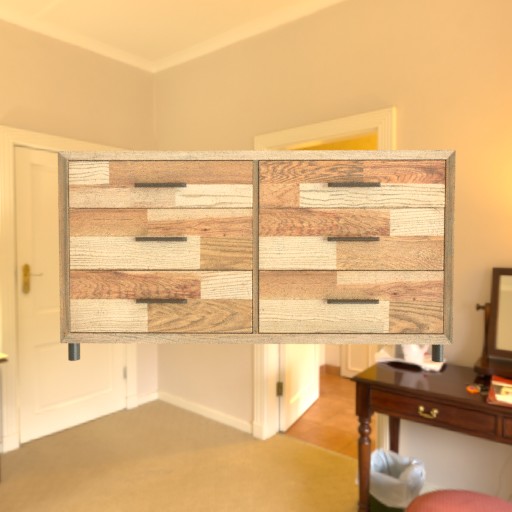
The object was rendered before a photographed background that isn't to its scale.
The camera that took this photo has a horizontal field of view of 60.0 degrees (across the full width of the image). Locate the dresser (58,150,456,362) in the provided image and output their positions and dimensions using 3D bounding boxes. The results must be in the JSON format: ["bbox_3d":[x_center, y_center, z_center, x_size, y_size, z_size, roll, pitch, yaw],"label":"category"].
[{"bbox_3d":[0.000,0.000,1.932,1.547,0.834,0.487,0,2,1],"label":"dresser"}]
